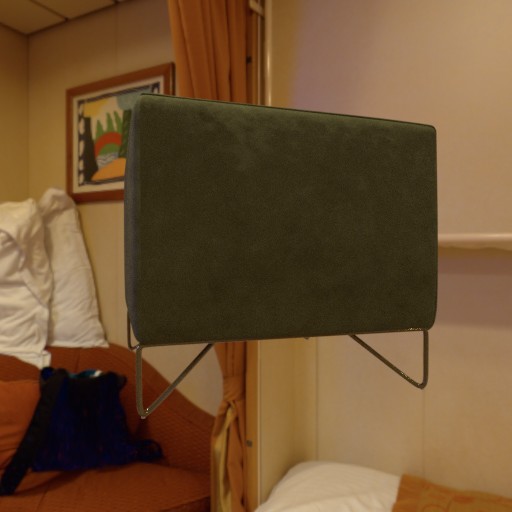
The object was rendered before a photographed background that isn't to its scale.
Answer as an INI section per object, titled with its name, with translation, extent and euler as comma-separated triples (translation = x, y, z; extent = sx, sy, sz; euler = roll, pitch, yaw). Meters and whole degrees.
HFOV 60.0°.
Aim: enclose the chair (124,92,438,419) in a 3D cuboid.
[chair]
translation = 0.000, 0.000, 1.585
extent = 0.894, 0.790, 0.880
euler = 0, 0, -18
